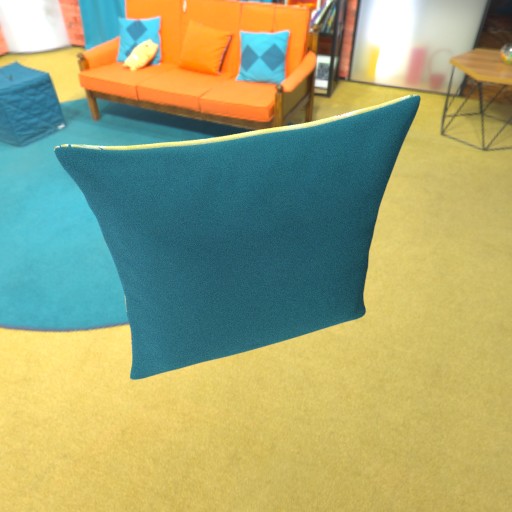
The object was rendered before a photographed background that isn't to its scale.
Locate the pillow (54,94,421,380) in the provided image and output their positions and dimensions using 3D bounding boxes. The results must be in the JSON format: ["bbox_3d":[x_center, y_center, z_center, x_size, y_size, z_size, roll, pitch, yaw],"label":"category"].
[{"bbox_3d":[0.000,0.000,0.773,0.525,0.508,0.166,-13,43,-14],"label":"pillow"}]
